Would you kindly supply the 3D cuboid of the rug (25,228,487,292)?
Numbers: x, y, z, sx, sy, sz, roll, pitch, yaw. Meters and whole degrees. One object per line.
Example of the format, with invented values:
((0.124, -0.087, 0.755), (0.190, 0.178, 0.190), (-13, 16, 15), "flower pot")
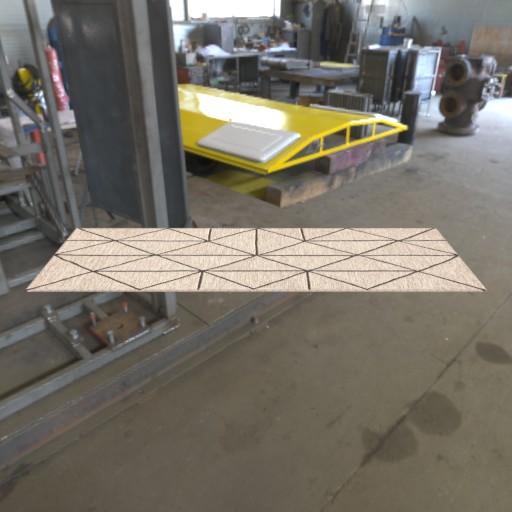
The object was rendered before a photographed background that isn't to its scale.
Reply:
((0.000, 0.000, 2.671), (2.438, 0.012, 0.762), (0, 29, 0), "rug")
